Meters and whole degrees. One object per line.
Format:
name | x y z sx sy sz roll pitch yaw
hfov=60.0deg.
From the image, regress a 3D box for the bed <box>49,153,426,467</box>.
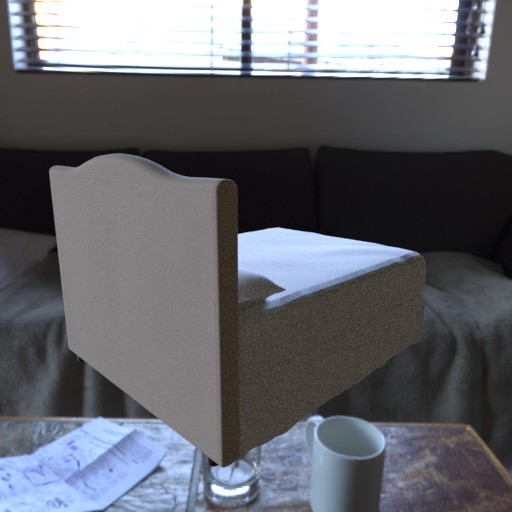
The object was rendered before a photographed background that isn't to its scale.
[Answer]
bed | 0.000 0.000 3.049 2.052 1.398 1.678 -13 19 -43
